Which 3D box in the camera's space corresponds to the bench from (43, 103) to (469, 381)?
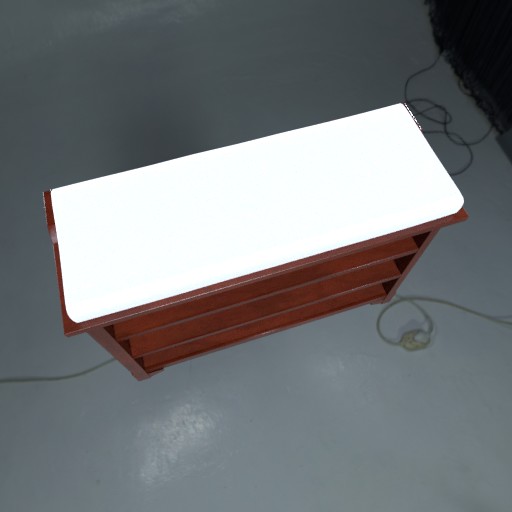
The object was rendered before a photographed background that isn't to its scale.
[{"bbox_3d":[0.000,0.000,1.337,0.987,0.646,0.369,-16,64,-8],"label":"bench"}]
